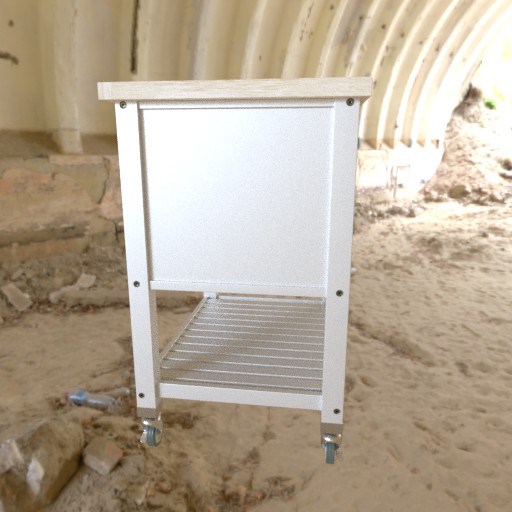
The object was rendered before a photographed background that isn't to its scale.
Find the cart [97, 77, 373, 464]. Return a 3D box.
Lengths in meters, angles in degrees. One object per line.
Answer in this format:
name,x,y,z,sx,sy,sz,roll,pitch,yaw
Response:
cart,0.000,0.000,1.360,0.559,0.914,0.762,2,14,8
